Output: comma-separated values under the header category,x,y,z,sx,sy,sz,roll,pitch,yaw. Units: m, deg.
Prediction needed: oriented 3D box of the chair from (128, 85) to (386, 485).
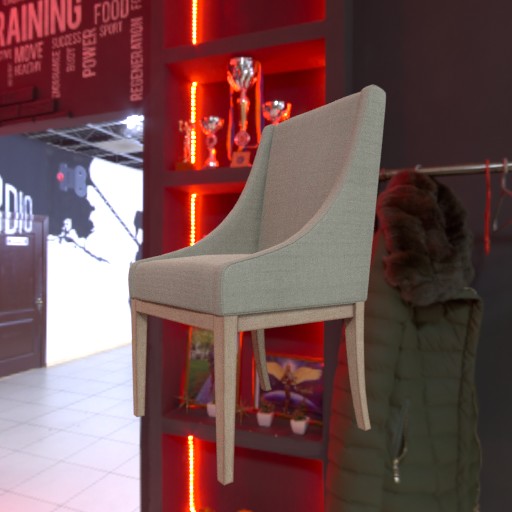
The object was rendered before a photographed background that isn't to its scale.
category,x,y,z,sx,sy,sz,roll,pitch,yaw
chair,0.000,0.000,1.376,0.611,1.021,0.575,0,0,-36
